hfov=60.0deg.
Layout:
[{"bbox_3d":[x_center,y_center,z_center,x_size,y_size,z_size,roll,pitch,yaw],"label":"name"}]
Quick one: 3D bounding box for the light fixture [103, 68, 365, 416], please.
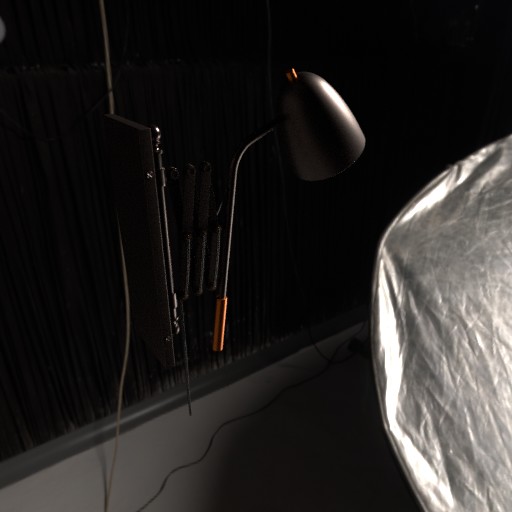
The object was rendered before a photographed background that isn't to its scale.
[{"bbox_3d":[0.000,0.000,0.921,0.499,0.715,0.162,-17,31,-31],"label":"light fixture"}]
